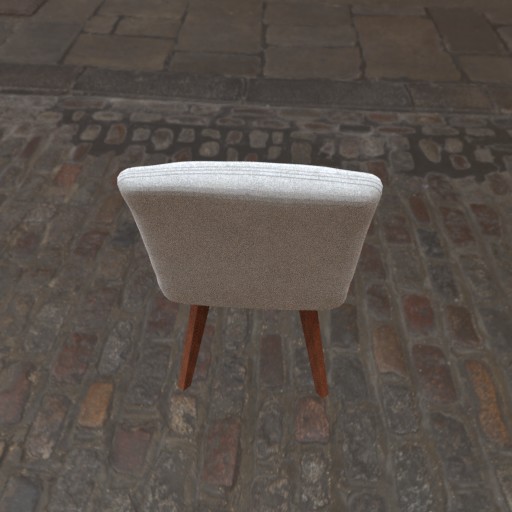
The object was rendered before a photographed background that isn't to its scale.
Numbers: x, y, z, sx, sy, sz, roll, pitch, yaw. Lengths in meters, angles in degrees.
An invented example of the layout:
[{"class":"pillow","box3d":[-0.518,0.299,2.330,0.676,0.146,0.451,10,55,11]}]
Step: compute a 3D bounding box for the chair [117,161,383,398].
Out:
[{"class":"chair","box3d":[0.000,0.000,1.277,0.522,0.974,0.563,2,48,2]}]
